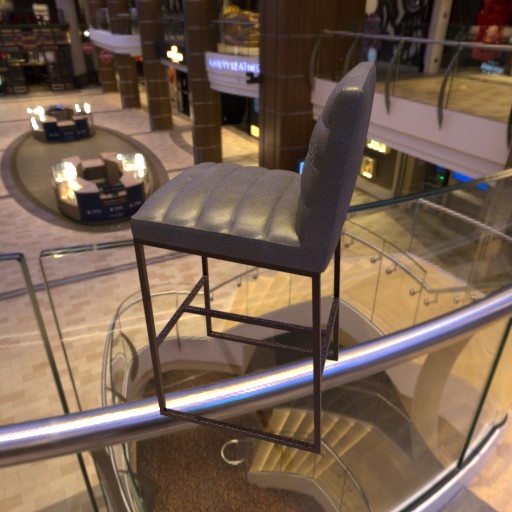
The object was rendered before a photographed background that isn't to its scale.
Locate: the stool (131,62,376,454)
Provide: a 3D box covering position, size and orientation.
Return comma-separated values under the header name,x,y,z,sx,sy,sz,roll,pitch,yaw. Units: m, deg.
name,x,y,z,sx,sy,sz,roll,pitch,yaw
stool,0.000,0.000,1.332,0.562,1.065,0.463,8,31,14
